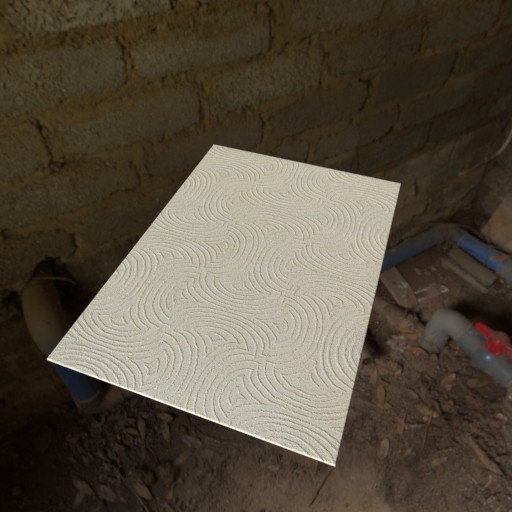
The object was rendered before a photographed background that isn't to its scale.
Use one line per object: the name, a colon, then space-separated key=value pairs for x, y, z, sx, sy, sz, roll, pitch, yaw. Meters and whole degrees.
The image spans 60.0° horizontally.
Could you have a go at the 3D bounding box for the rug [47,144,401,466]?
rug: x=0.000 y=0.000 z=2.802 sx=1.526 sy=0.015 sz=2.132 roll=15 pitch=49 yaw=14
